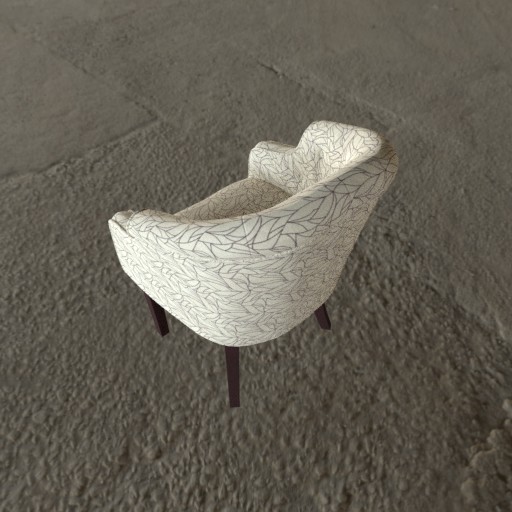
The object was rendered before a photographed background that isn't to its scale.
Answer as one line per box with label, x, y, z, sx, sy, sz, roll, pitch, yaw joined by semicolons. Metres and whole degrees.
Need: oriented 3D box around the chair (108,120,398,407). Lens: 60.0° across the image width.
chair;0.000;0.000;1.341;0.686;0.858;0.613;-33;54;-28
